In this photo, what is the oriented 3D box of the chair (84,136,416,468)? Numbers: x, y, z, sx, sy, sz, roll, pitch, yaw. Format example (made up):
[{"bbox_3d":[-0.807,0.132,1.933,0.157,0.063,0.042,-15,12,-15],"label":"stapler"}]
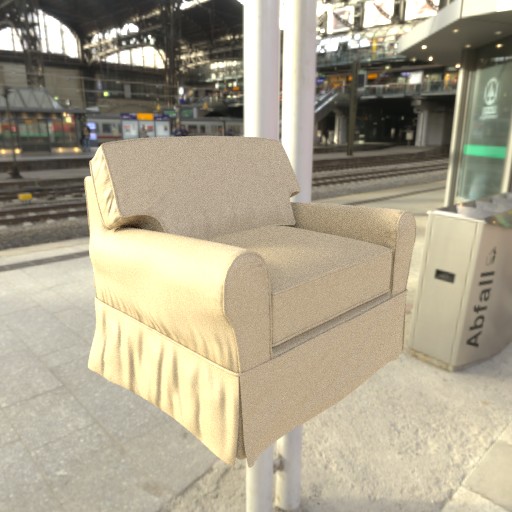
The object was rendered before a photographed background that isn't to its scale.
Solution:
[{"bbox_3d":[0.000,0.000,1.793,0.903,0.937,1.096,15,21,43],"label":"chair"}]
